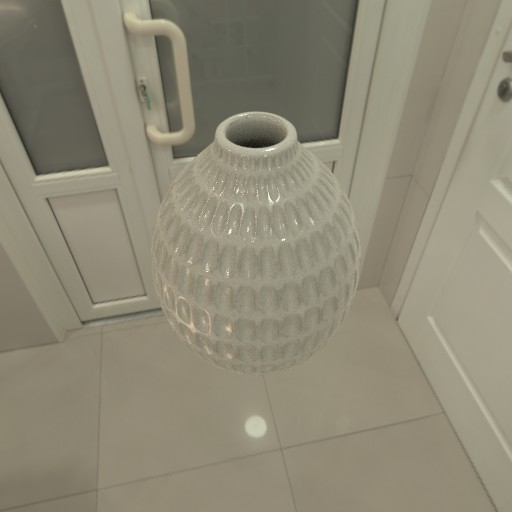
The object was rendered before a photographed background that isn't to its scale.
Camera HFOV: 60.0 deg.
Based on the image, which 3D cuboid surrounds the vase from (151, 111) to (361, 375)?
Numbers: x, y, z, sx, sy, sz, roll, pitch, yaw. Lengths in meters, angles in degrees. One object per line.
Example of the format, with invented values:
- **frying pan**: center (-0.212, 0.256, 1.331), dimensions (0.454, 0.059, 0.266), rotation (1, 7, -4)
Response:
- **vase**: center (0.000, 0.000, 0.350), dimensions (0.162, 0.223, 0.162), rotation (0, 47, 0)
